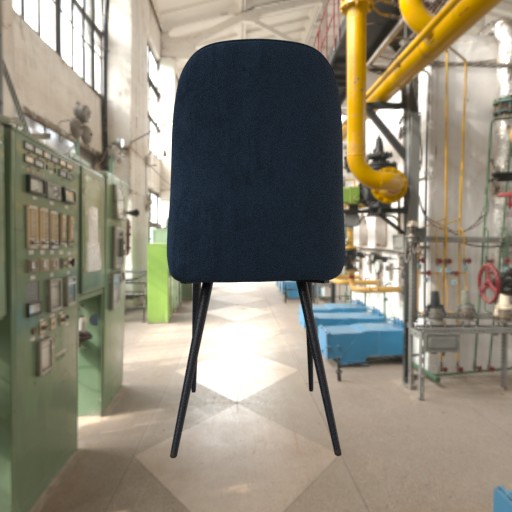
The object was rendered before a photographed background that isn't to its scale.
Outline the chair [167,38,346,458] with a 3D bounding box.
[{"bbox_3d":[0.000,0.000,1.188,0.478,0.896,0.559,0,2,-1],"label":"chair"}]
